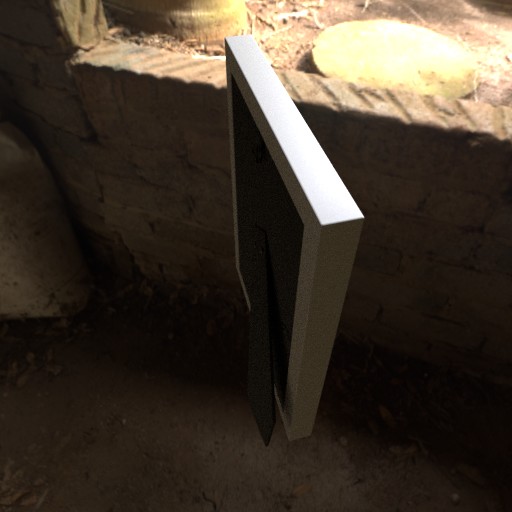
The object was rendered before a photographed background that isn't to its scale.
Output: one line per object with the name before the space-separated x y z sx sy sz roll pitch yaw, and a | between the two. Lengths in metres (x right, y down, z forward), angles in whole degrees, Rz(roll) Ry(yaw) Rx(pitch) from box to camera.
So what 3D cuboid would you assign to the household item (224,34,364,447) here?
household item | 0.000 0.000 0.343 0.045 0.250 0.200 -11 49 -10
